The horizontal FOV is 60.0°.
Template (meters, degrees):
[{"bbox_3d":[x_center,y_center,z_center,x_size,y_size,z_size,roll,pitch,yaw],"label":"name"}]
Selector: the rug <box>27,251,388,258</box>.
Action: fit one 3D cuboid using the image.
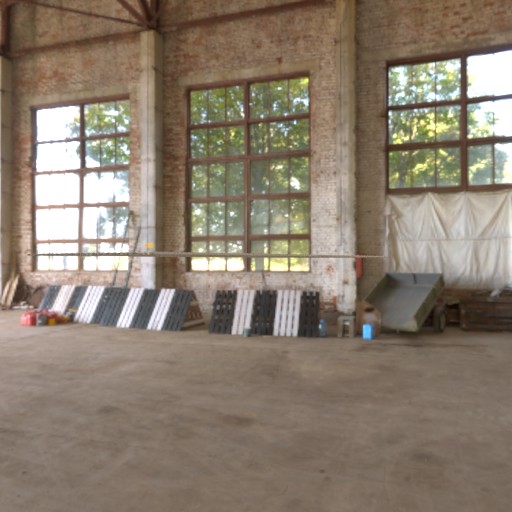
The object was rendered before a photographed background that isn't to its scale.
[{"bbox_3d":[0.000,0.000,2.767,0.786,0.013,2.480,0,-1,37],"label":"rug"}]
